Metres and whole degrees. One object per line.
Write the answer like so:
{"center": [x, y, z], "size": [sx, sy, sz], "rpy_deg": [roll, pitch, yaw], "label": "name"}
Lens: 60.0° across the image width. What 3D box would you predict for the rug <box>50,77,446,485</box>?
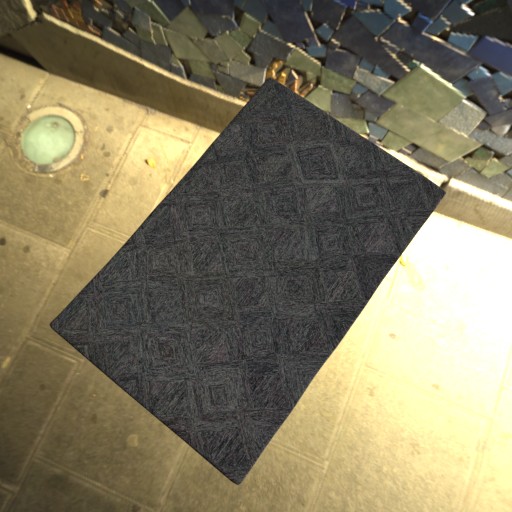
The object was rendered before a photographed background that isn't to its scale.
{"center": [0.000, 0.000, 2.202], "size": [1.158, 0.013, 1.752], "rpy_deg": [36, 78, 9], "label": "rug"}
